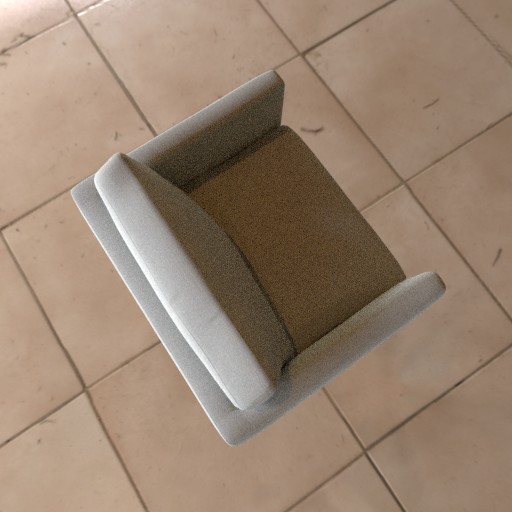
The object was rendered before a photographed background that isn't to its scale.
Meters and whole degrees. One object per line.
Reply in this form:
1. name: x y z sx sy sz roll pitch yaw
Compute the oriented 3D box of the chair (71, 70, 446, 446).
1. chair: 0.000 0.000 1.839 0.953 0.961 1.107 -34 79 -8
